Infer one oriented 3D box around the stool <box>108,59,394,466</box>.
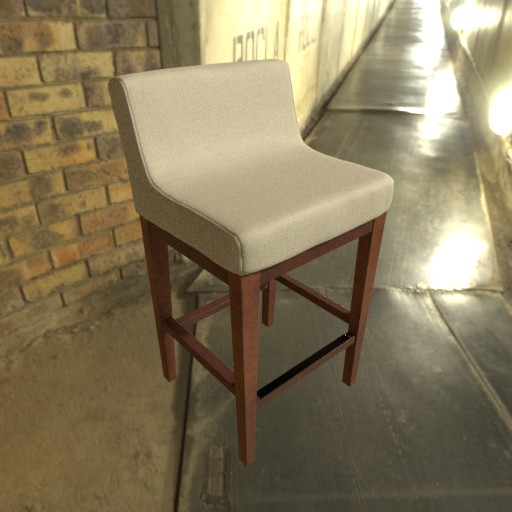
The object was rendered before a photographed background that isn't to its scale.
[{"bbox_3d":[0.000,0.000,1.219,0.511,0.937,0.500,-23,38,-34],"label":"stool"}]
